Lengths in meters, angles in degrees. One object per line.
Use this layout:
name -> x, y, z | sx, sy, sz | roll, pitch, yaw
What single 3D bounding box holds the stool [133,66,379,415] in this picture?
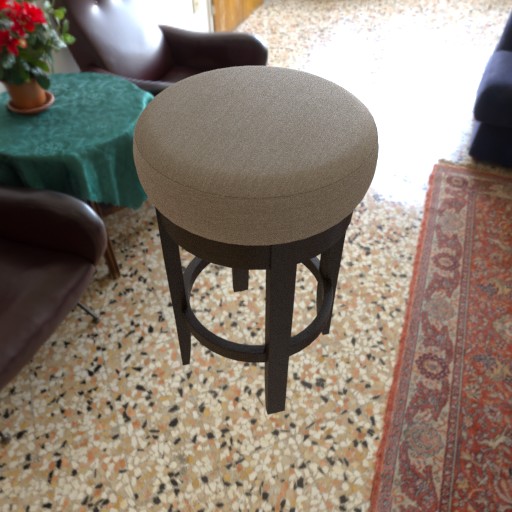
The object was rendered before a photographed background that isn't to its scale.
stool -> 0.000, 0.000, 1.040 | 0.443, 0.757, 0.443 | 0, 47, 0
